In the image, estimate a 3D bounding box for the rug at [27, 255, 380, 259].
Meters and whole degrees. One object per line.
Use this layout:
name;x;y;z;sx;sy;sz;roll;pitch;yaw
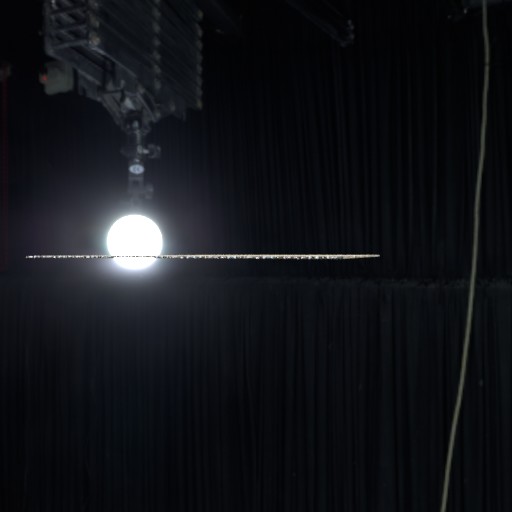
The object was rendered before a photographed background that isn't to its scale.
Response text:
rug;0.000;0.000;2.502;1.237;0.010;2.029;0;0;19
